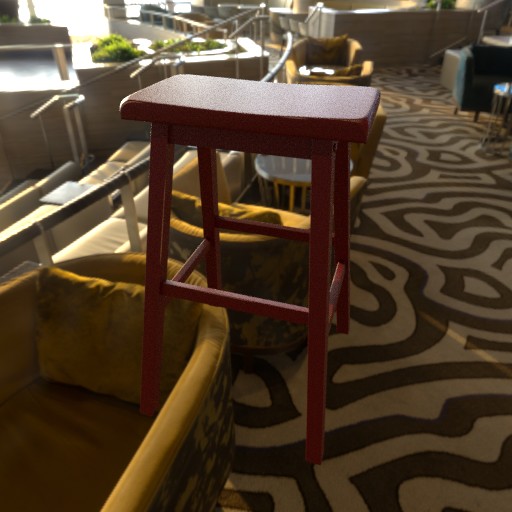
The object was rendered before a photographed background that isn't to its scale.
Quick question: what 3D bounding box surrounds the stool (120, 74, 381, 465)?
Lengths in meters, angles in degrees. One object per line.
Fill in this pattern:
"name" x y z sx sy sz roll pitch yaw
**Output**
"stool" 0.000 0.000 1.039 0.457 0.737 0.476 10 35 15
